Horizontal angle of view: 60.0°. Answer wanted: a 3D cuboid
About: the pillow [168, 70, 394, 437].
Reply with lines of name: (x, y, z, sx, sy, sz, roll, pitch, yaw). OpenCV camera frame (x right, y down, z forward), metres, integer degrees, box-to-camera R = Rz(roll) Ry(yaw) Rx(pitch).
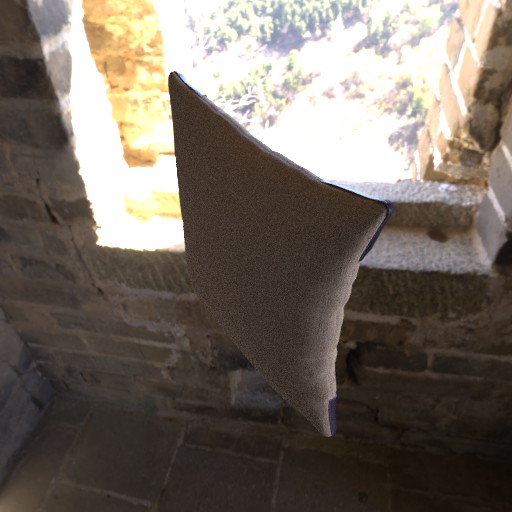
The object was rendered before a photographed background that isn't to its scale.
pillow: (0.000, 0.000, 0.676, 0.147, 0.441, 0.440, -25, 47, -26)
